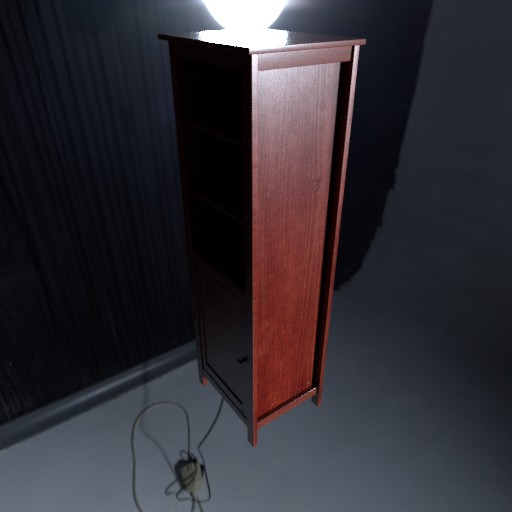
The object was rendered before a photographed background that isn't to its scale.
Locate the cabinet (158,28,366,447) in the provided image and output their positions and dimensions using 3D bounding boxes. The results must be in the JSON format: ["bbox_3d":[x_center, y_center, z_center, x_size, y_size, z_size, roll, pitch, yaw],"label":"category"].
[{"bbox_3d":[0.000,0.000,1.703,0.401,1.518,0.500,-20,36,-30],"label":"cabinet"}]
